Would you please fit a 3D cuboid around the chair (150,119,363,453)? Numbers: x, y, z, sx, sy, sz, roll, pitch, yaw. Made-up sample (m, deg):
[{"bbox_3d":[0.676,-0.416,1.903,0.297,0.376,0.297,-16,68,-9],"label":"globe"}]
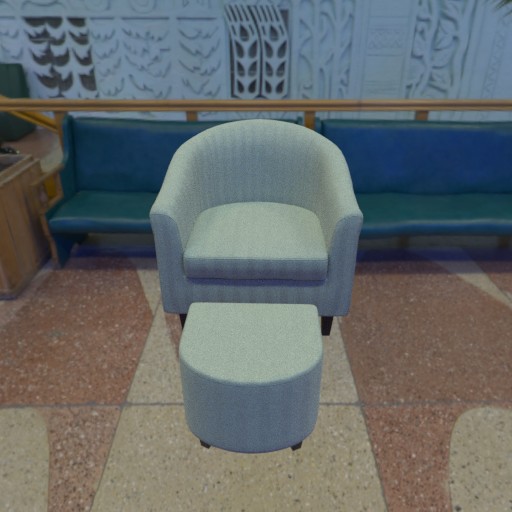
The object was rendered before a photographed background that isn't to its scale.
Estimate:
[{"bbox_3d":[0.000,0.000,1.676,0.756,0.757,1.288,1,29,1],"label":"chair"}]
